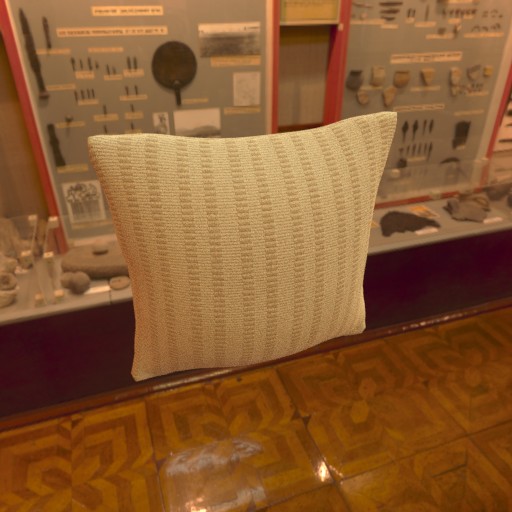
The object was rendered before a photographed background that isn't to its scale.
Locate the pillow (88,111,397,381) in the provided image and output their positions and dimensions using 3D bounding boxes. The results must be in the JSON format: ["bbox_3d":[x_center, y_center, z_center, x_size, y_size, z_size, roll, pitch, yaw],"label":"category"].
[{"bbox_3d":[0.000,0.000,0.700,0.438,0.419,0.247,-9,32,-15],"label":"pillow"}]
